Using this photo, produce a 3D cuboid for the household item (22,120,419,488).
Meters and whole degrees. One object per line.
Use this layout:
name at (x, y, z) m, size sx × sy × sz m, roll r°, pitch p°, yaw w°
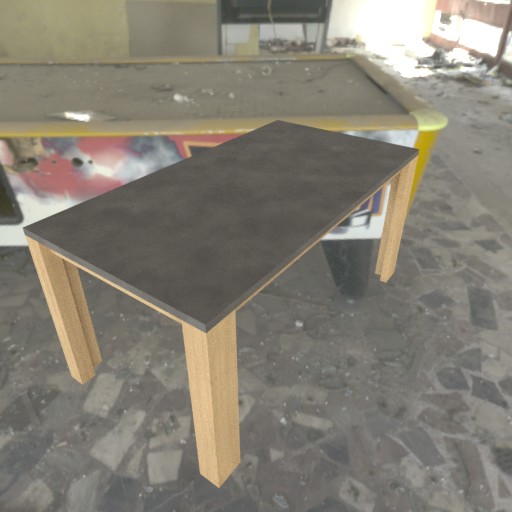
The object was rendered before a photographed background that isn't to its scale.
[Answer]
household item at (0.000, 0.000, 2.084) m, size 0.850 × 0.755 × 1.600 m, roll 22°, pitch 39°, yaw 30°
